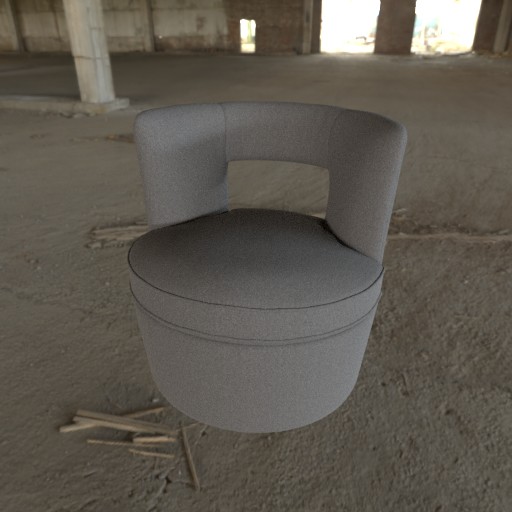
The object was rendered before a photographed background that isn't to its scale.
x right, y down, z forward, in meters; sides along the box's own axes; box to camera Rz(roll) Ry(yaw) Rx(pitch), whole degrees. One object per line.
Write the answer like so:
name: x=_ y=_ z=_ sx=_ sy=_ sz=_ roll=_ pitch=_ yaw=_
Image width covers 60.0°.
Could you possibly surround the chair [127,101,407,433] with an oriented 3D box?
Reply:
chair: x=0.000 y=0.000 z=1.209 sx=0.689 sy=0.719 sz=0.660 roll=8 pitch=28 yaw=15
